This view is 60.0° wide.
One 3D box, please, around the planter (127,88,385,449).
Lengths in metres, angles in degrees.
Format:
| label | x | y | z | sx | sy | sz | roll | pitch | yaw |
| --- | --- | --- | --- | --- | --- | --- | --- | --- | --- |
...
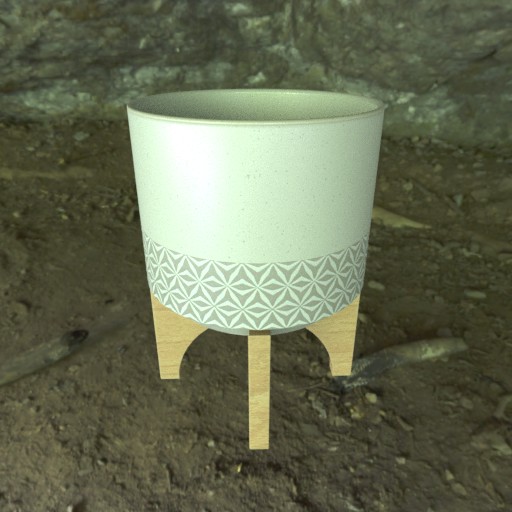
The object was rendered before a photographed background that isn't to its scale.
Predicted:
| label | x | y | z | sx | sy | sz | roll | pitch | yaw |
| --- | --- | --- | --- | --- | --- | --- | --- | --- | --- |
| planter | 0.000 | 0.000 | 0.390 | 0.188 | 0.260 | 0.188 | 0 | 26 | 0 |
